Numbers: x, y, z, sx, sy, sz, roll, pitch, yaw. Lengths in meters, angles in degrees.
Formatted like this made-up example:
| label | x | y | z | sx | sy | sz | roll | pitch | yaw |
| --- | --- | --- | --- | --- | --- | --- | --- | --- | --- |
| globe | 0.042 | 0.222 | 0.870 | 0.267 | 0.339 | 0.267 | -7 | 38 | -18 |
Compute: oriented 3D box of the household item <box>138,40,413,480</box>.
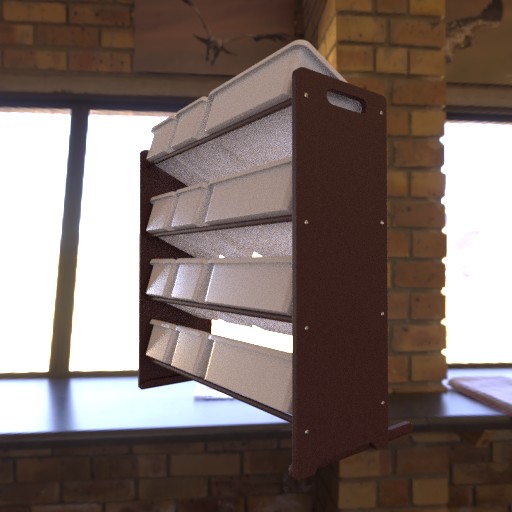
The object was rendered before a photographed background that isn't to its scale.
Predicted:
| label | x | y | z | sx | sy | sz | roll | pitch | yaw |
| --- | --- | --- | --- | --- | --- | --- | --- | --- | --- |
| household item | 0.000 | 0.000 | 1.271 | 0.389 | 0.864 | 0.787 | 1 | -1 | -37 |
